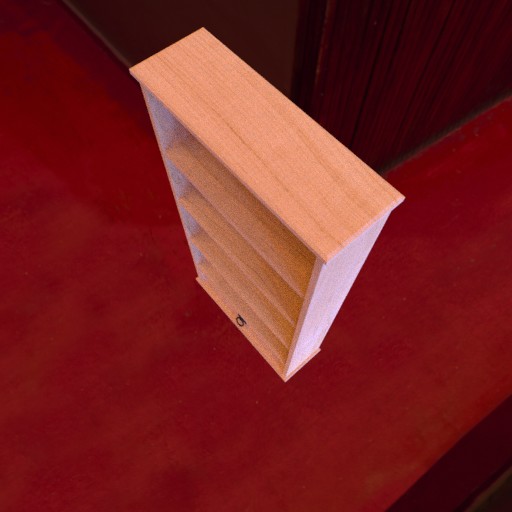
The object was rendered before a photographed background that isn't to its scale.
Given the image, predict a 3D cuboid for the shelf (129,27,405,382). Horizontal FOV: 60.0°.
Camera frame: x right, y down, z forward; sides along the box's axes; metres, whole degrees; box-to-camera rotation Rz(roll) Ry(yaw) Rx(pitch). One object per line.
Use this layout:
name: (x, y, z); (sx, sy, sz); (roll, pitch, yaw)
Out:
shelf: (0.000, 0.000, 1.223); (0.175, 1.030, 0.520); (-38, 70, -16)
